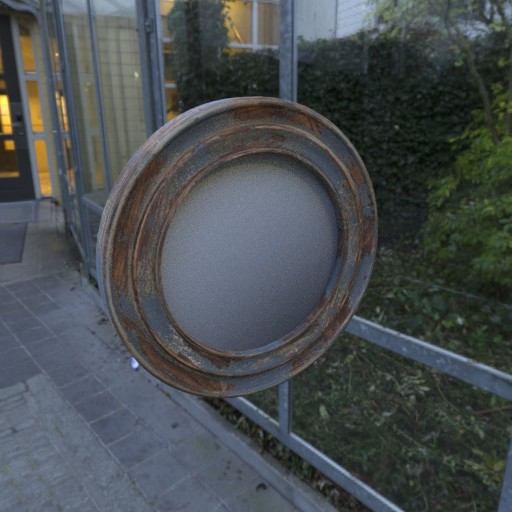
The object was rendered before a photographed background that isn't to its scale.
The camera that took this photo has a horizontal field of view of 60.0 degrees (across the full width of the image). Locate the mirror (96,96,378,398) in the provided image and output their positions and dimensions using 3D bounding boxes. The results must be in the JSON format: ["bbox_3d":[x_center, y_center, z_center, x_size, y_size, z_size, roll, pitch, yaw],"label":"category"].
[{"bbox_3d":[0.000,0.000,0.864,0.585,0.585,0.061,-9,19,-27],"label":"mirror"}]
